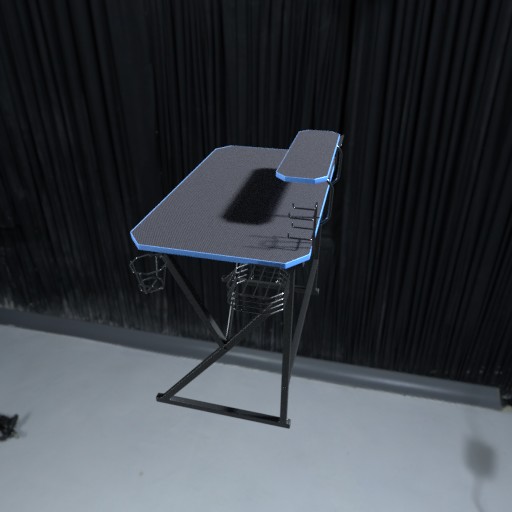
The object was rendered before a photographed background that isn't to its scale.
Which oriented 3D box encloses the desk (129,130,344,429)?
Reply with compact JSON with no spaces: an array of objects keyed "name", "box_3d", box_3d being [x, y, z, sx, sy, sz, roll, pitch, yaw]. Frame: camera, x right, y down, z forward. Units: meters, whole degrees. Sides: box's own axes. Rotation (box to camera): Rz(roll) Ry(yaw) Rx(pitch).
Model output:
[{"name":"desk","box_3d":[0.000,0.000,1.814,0.594,0.909,1.295,7,32,12]}]
